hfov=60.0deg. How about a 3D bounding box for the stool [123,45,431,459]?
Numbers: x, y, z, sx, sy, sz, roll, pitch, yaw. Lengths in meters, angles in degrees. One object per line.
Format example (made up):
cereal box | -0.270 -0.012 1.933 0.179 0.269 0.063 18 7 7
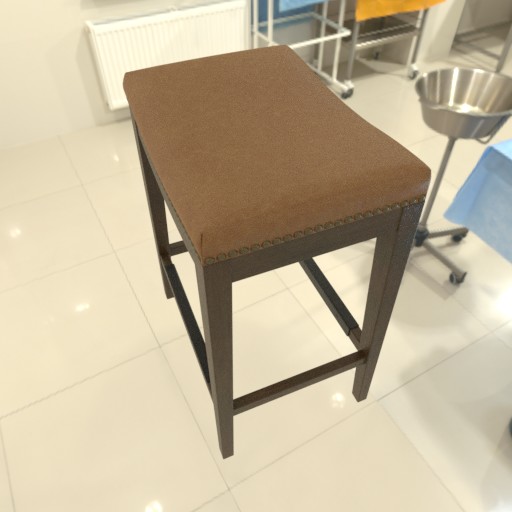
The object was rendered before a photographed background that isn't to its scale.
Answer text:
stool | 0.000 0.000 0.930 0.361 0.660 0.500 -17 49 -15
